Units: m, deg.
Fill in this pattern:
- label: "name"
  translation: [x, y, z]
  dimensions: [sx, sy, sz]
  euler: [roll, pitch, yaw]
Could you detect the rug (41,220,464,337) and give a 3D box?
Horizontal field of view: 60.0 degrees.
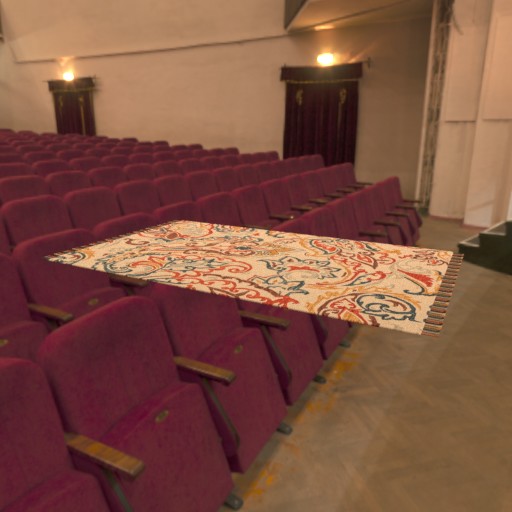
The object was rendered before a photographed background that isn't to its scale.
- label: "rug"
  translation: [0.000, 0.000, 3.129]
  dimensions: [2.584, 0.010, 1.523]
  euler: [8, 18, 27]
